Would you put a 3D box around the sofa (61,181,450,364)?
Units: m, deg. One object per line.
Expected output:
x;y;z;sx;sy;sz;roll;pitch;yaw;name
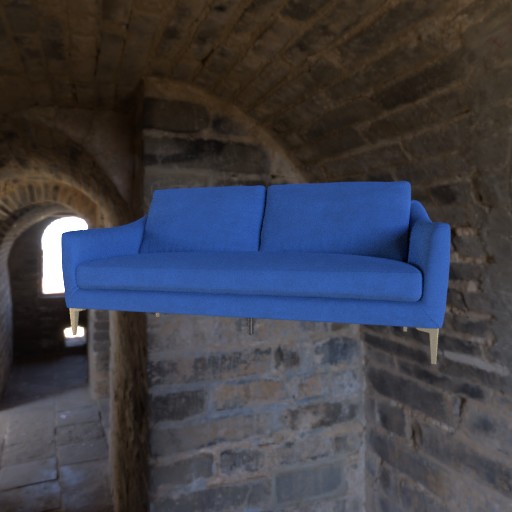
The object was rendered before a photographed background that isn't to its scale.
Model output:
0.000;0.000;2.624;2.036;0.903;0.960;1;2;18;sofa
